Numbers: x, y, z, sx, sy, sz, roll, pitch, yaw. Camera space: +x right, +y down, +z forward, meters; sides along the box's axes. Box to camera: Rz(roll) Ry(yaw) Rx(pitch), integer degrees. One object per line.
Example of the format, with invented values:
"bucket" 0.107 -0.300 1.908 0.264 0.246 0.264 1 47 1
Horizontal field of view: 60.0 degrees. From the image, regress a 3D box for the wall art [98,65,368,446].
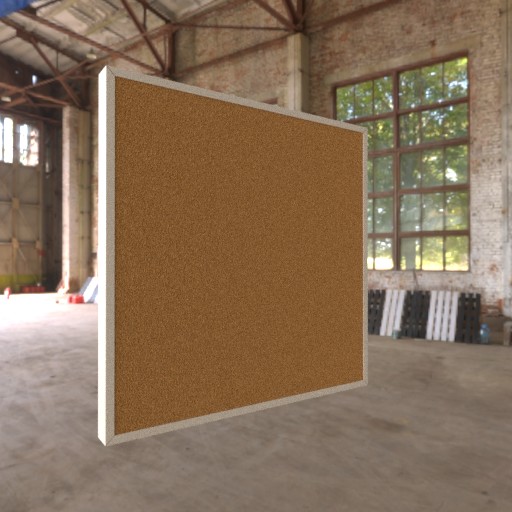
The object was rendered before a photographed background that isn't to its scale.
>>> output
"wall art" 0.000 0.000 0.747 0.508 0.508 0.037 0 0 -34
